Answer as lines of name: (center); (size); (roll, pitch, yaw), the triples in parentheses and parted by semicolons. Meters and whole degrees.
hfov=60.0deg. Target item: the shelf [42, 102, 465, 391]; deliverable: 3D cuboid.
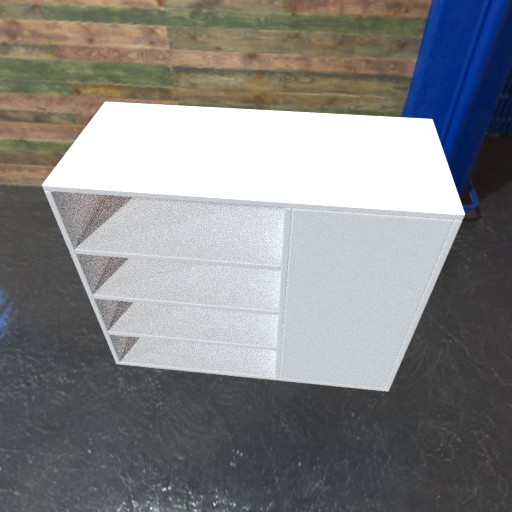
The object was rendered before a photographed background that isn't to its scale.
shelf: (0.000, 0.000, 1.327); (0.895, 0.732, 0.396); (5, 45, 5)
